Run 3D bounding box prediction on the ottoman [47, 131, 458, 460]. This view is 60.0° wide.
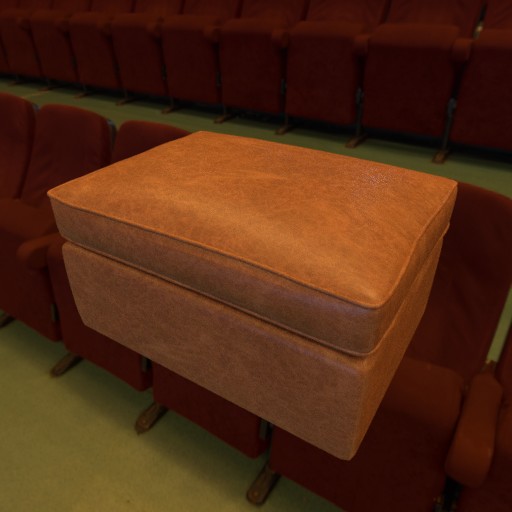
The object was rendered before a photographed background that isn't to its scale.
[{"bbox_3d":[0.000,0.000,1.061,0.756,0.468,0.554,18,36,27],"label":"ottoman"}]
